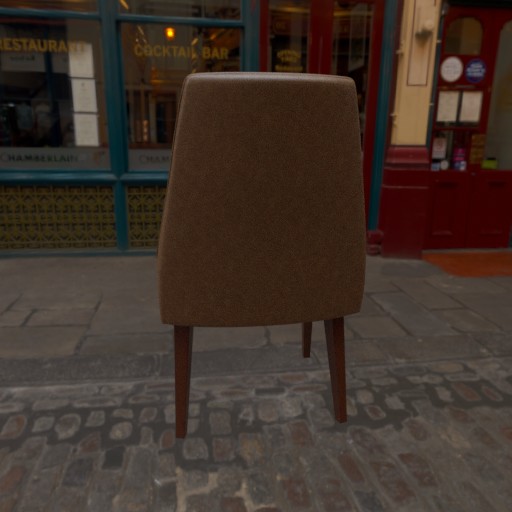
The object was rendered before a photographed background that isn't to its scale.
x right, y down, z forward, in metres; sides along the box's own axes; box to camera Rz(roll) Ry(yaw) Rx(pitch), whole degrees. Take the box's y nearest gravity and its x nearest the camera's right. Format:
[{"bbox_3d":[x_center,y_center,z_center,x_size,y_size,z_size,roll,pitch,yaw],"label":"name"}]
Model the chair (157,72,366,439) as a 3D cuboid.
[{"bbox_3d":[0.000,0.000,1.211,0.529,0.861,0.544,-2,14,-9],"label":"chair"}]
